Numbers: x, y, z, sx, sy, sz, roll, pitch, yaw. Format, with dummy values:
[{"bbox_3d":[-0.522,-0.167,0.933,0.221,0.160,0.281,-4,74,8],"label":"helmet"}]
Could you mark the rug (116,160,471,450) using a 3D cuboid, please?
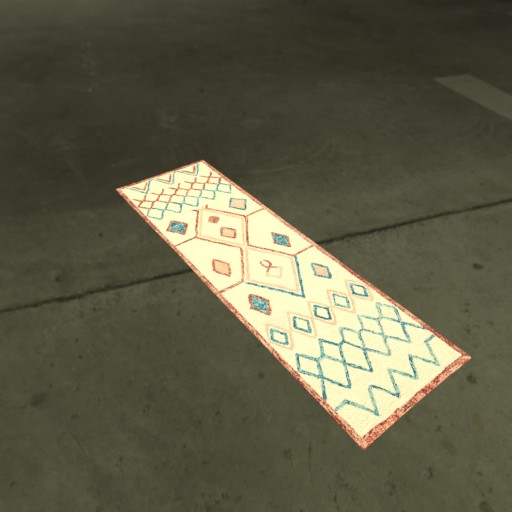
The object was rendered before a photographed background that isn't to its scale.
[{"bbox_3d":[0.000,0.000,2.689,0.750,0.011,2.435,-26,47,-27],"label":"rug"}]
